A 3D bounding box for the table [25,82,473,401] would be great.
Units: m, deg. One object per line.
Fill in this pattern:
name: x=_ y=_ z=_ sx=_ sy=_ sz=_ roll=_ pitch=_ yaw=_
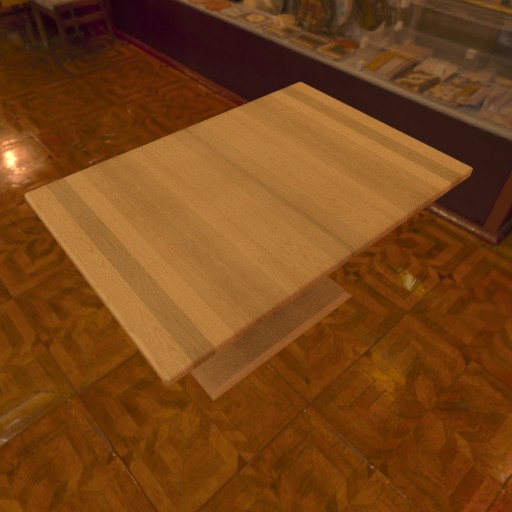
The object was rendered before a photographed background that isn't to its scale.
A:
table: x=0.000 y=0.000 z=1.824 sx=1.300 sy=0.770 sz=0.900 roll=-31 pitch=54 yaw=-26
